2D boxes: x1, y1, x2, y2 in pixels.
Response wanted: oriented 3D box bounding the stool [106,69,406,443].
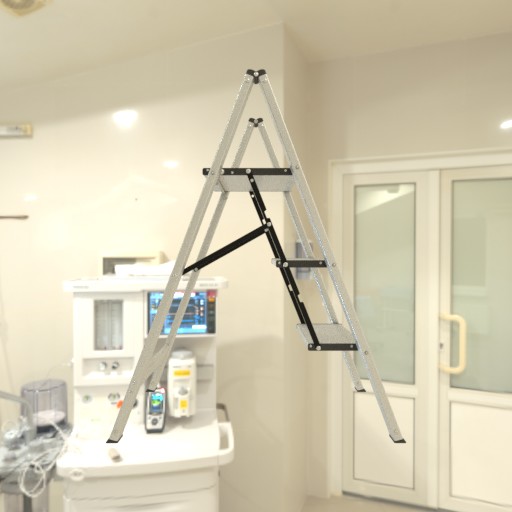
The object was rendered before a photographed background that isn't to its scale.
[{"bbox_3d":[0.000,0.000,1.286,0.730,0.902,0.441,0,1,0],"label":"stool"}]
